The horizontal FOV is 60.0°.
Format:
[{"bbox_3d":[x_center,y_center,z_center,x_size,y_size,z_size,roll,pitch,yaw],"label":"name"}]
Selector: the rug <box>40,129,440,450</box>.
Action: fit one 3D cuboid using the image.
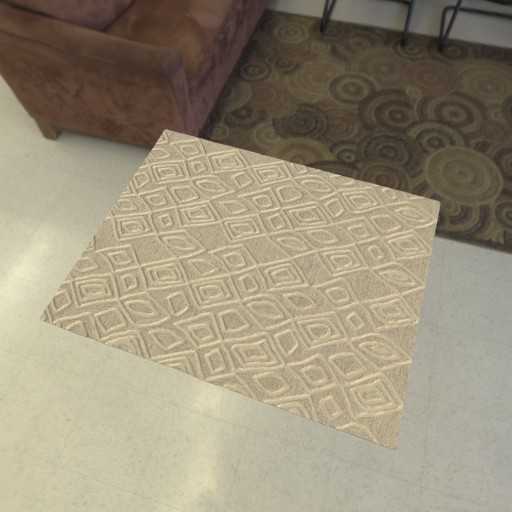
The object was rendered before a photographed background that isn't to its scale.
[{"bbox_3d":[0.000,0.000,4.096,3.049,0.025,2.449,17,60,10],"label":"rug"}]
